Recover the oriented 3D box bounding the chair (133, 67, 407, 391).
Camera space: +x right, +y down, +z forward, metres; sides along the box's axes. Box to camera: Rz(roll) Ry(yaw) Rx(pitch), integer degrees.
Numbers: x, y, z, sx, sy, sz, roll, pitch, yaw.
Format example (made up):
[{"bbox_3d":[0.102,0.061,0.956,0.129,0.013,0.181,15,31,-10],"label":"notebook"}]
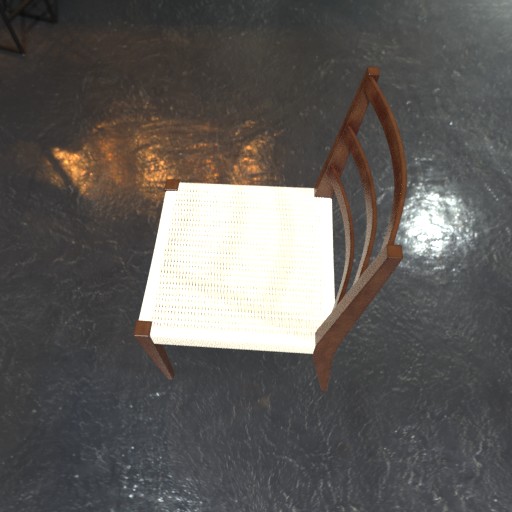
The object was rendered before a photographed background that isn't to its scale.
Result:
[{"bbox_3d":[0.000,0.000,1.163,0.551,0.813,0.480,3,59,2],"label":"chair"}]
